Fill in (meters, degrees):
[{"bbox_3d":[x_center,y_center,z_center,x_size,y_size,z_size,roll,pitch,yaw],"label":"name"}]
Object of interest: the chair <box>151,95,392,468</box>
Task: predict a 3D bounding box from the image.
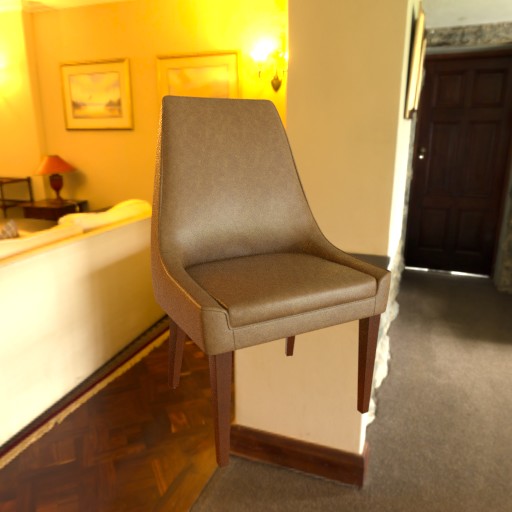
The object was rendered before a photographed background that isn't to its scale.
[{"bbox_3d":[0.000,0.000,1.229,0.529,0.861,0.544,-8,17,-28],"label":"chair"}]
